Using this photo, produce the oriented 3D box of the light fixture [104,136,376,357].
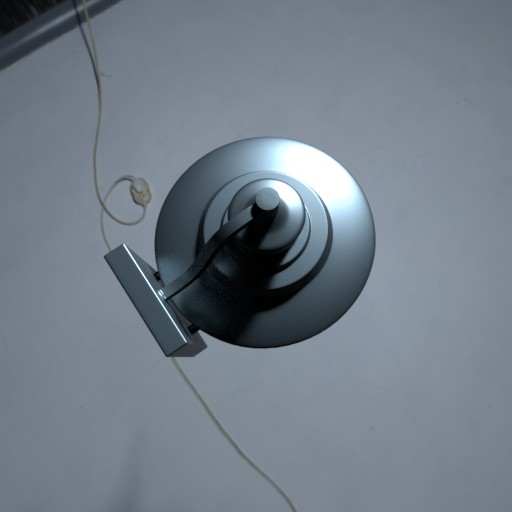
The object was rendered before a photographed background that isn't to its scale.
[{"bbox_3d":[0.000,0.000,0.511,0.252,0.345,0.222,-34,79,-7],"label":"light fixture"}]
